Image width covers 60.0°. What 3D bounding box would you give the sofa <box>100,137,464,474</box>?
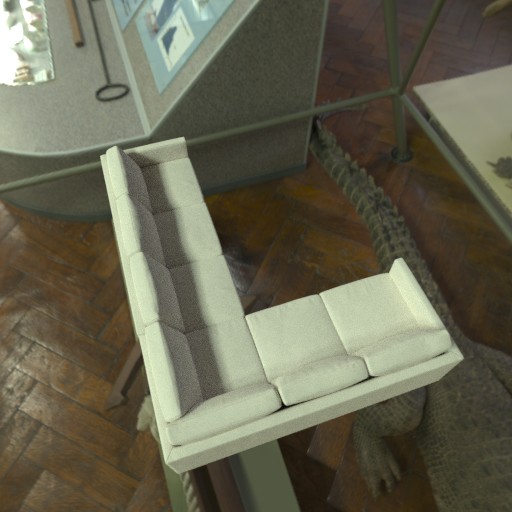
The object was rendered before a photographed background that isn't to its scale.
[{"bbox_3d":[0.000,0.000,4.306,2.432,0.863,3.182,-16,59,-10],"label":"sofa"}]
